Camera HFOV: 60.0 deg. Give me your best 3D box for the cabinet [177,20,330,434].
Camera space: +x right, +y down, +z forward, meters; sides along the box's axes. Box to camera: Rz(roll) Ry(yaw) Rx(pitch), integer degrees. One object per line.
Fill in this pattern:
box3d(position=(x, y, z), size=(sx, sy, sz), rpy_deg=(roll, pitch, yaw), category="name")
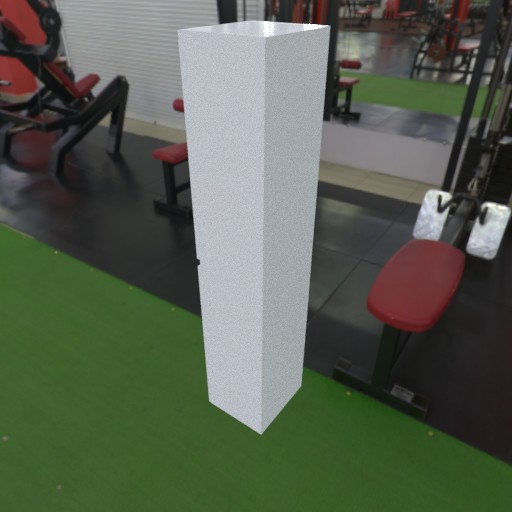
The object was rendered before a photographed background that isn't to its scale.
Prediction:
box3d(position=(0.000, 0.000, 1.521), size=(0.270, 1.400, 0.300), rpy_deg=(22, 39, 30), category="cabinet")
